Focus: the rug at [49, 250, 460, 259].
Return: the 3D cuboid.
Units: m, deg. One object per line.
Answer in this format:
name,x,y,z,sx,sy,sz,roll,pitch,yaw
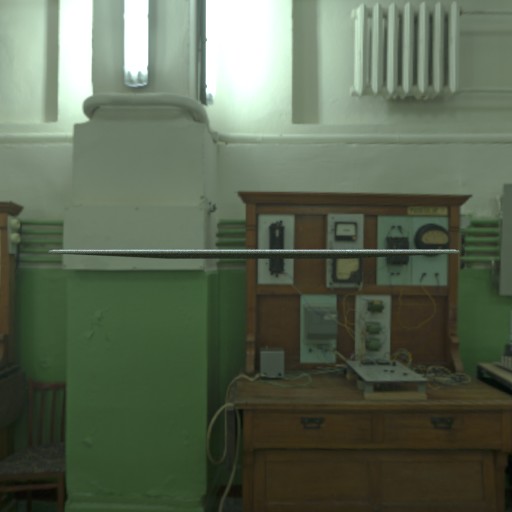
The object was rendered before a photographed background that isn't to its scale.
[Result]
rug,0.000,0.000,2.815,1.598,0.014,2.202,0,-1,0
